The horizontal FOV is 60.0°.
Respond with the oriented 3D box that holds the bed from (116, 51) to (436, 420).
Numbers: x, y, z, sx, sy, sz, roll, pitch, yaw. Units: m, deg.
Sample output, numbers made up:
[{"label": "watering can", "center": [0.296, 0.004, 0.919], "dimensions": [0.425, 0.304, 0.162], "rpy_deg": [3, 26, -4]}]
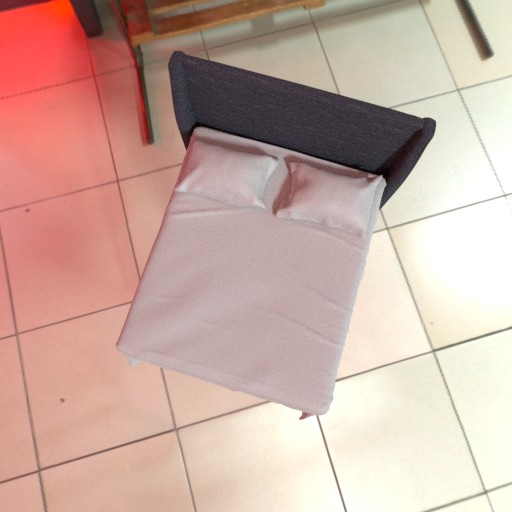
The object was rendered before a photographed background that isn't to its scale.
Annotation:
[{"label": "bed", "center": [0.000, 0.000, 3.469], "dimensions": [1.925, 1.332, 2.276], "rpy_deg": [16, 78, 4]}]
